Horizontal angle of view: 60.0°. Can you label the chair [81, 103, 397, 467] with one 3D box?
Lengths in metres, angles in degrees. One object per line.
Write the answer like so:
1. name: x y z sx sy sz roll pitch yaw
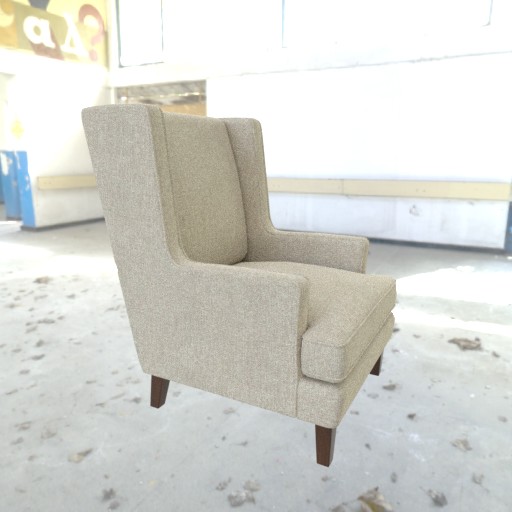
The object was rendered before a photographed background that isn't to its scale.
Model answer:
1. chair: 0.000 0.000 1.710 0.948 1.082 0.764 7 15 27
